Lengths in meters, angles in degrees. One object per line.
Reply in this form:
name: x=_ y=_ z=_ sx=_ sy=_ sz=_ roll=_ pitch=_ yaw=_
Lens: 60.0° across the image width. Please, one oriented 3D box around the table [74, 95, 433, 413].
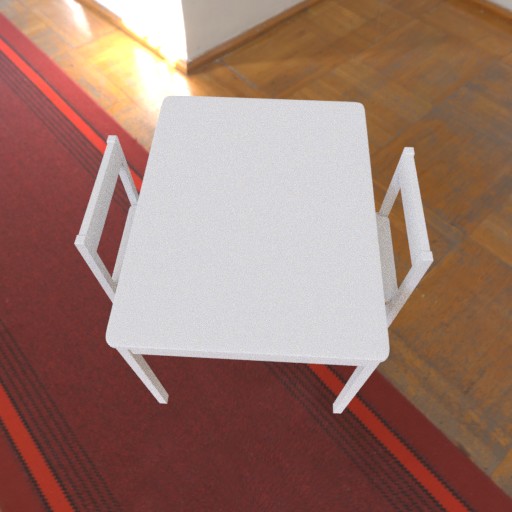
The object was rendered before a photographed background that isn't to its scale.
table: x=0.000 y=0.000 z=1.111 sx=0.672 sy=0.503 sz=0.650 roll=3 pitch=59 yaw=2
